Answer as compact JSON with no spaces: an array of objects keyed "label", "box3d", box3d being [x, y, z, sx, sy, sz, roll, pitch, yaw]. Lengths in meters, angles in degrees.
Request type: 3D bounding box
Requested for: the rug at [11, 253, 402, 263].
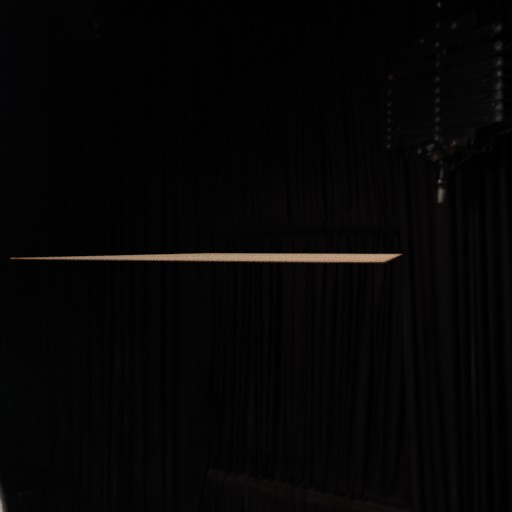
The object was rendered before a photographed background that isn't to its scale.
[{"label":"rug","box3d":[0.000,0.000,4.005,2.436,0.011,3.045,0,1,20]}]
